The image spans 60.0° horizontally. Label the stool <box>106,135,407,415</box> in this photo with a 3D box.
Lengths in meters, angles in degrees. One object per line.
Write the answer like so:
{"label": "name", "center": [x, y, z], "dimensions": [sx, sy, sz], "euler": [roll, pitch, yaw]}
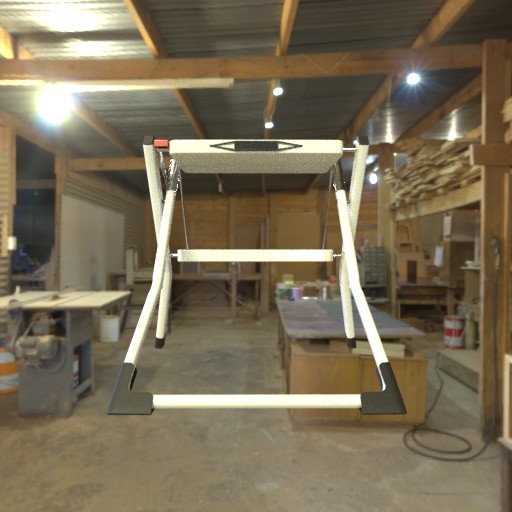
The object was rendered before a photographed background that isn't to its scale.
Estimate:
{"label": "stool", "center": [0.000, 0.000, 0.867], "dimensions": [0.485, 0.445, 0.490], "euler": [0, 0, 0]}
